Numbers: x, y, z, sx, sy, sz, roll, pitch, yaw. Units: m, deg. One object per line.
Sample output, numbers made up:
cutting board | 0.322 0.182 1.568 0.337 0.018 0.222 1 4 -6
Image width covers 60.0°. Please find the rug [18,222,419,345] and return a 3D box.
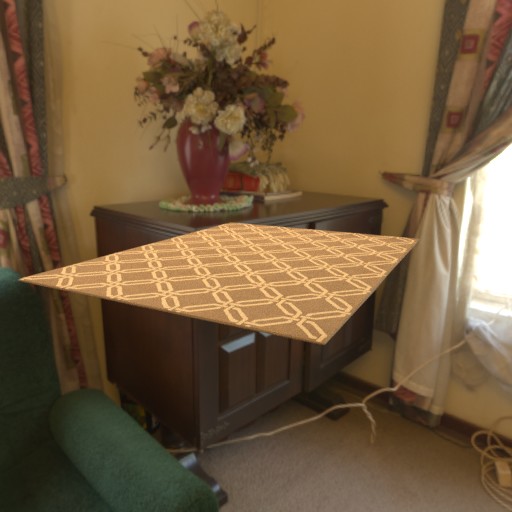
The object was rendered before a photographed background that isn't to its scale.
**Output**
rug | 0.000 0.000 3.862 2.288 0.018 2.895 7 15 27
